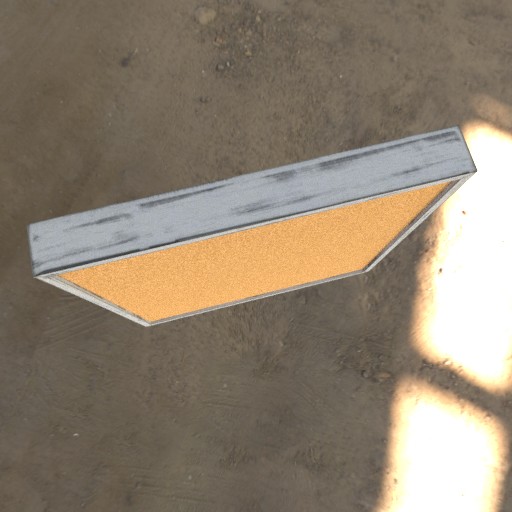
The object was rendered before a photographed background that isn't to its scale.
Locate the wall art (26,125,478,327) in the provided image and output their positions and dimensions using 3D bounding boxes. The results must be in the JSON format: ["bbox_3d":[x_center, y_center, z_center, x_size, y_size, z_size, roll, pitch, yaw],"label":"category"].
[{"bbox_3d":[0.000,0.000,0.444,0.303,0.303,0.036,-14,75,-4],"label":"wall art"}]
